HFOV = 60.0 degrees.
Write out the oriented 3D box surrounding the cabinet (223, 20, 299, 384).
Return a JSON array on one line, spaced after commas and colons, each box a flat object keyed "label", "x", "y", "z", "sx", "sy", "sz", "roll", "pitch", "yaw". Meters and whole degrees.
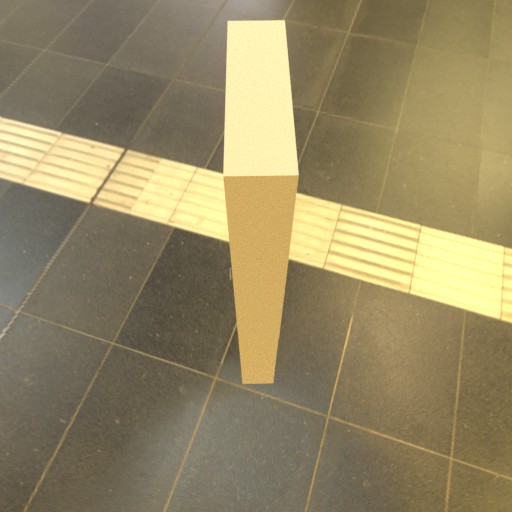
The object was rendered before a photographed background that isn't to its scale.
[{"label": "cabinet", "x": 0.000, "y": 0.000, "z": 1.974, "sx": 0.192, "sy": 1.770, "sz": 0.643, "roll": -1, "pitch": 58, "yaw": -1}]
